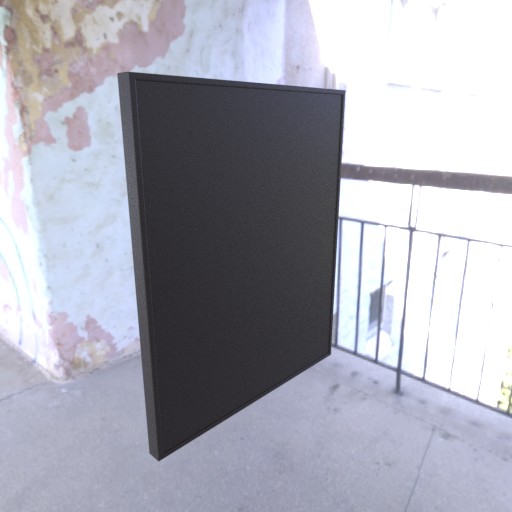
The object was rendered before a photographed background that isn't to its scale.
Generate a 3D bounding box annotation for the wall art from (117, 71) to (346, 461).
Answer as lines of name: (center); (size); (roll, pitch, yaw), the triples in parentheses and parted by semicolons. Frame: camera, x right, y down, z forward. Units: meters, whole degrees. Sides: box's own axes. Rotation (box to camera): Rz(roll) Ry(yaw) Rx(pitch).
wall art: (0.000, 0.000, 0.758); (0.028, 0.551, 0.451); (16, 23, 42)
